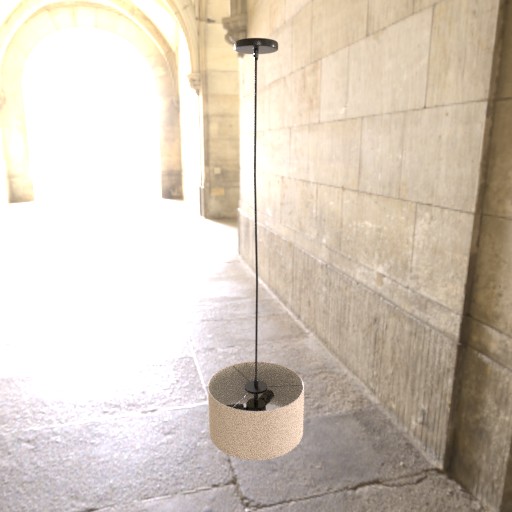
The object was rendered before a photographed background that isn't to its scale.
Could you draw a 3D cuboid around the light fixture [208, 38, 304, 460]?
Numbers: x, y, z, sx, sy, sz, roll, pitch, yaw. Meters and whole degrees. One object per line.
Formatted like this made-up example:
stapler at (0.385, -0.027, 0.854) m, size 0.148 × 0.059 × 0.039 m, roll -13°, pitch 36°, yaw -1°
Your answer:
light fixture at (0.000, 0.000, 1.713) m, size 0.399 × 1.516 × 0.399 m, roll 0°, pitch 14°, yaw 0°
